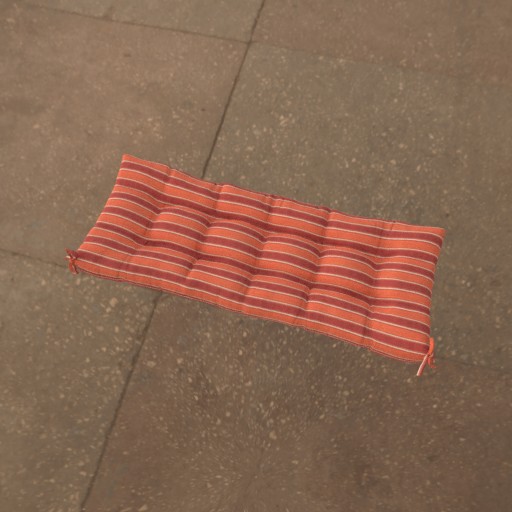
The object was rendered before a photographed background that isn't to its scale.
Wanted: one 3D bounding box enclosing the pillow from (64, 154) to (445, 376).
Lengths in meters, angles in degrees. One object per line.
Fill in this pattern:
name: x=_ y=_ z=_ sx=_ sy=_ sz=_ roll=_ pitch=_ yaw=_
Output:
pillow: x=0.000 y=0.000 z=1.417 sx=1.194 sy=0.174 sz=0.511 roll=14 pitch=64 yaw=7
